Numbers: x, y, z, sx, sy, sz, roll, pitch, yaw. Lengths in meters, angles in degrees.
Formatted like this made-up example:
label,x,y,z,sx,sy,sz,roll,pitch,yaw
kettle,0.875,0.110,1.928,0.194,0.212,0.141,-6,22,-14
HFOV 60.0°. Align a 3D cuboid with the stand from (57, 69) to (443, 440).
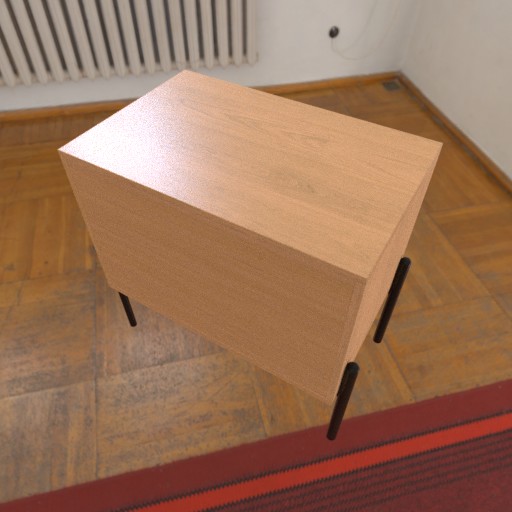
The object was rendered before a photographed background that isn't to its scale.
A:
label,x,y,z,sx,sy,sz,roll,pitch,yaw
stand,0.000,0.000,1.021,0.630,0.600,0.400,24,51,21
